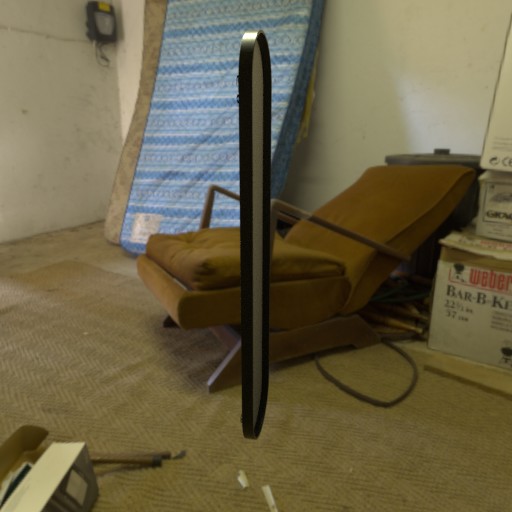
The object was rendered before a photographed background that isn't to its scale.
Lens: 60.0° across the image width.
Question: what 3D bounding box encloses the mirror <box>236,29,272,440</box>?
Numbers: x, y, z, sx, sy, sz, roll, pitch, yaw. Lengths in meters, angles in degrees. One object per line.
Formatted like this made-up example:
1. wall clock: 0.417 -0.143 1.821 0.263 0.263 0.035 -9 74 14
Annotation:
1. mirror: 0.000 0.000 1.076 0.032 0.991 0.222 3 17 11
